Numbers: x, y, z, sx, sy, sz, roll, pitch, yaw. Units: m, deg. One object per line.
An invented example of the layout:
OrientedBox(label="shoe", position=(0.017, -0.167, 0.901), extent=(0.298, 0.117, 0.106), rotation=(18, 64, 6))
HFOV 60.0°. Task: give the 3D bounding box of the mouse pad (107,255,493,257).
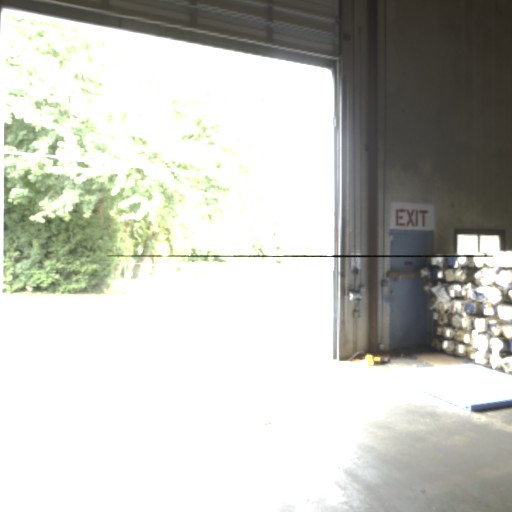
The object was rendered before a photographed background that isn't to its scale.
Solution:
OrientedBox(label="mouse pad", position=(0.000, 0.000, 1.037), extent=(0.424, 0.003, 0.907), rotation=(0, 0, -36))
